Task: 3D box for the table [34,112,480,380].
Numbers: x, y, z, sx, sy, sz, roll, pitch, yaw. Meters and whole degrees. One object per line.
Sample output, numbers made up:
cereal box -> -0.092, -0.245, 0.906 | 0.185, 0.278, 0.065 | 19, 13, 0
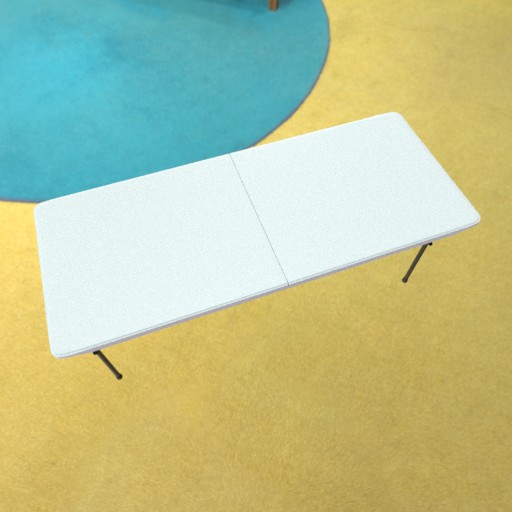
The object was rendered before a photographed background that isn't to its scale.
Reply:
table -> 0.000, 0.000, 2.238 | 1.829, 0.719, 0.761 | -17, 59, -10
